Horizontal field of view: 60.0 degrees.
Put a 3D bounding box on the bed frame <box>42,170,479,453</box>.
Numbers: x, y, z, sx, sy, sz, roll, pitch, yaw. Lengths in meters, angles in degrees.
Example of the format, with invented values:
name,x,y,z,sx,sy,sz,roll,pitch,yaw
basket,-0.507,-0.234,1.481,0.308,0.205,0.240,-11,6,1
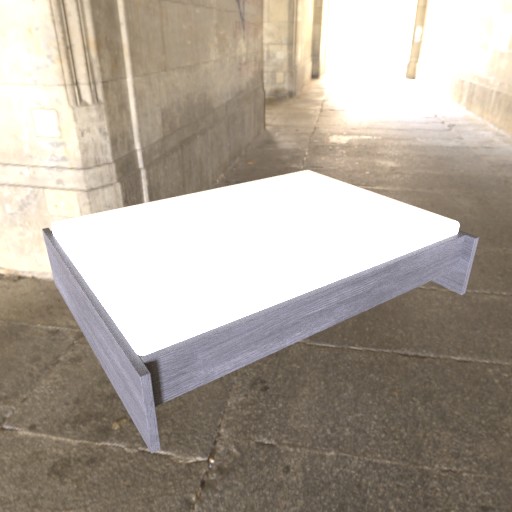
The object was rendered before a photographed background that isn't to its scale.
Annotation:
name,x,y,z,sx,sy,sz,roll,pitch,yaw
bed frame,0.000,0.000,2.551,1.950,0.432,1.490,-17,31,-31
